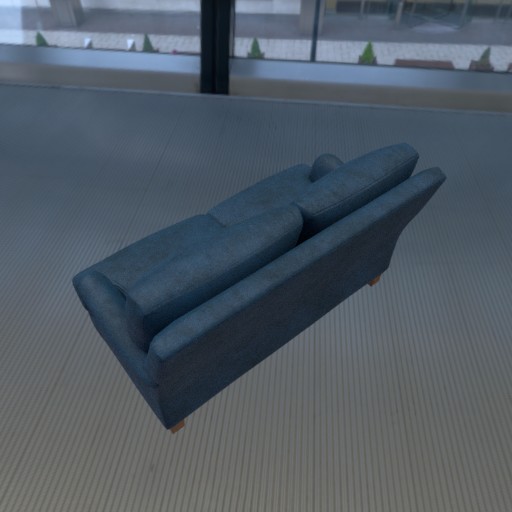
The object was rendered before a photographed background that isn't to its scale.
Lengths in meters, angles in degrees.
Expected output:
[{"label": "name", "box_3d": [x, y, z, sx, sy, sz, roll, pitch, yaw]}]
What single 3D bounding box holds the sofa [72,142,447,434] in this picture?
[{"label": "sofa", "box_3d": [0.000, 0.000, 2.554, 1.853, 1.101, 1.084, -30, 52, -27]}]
